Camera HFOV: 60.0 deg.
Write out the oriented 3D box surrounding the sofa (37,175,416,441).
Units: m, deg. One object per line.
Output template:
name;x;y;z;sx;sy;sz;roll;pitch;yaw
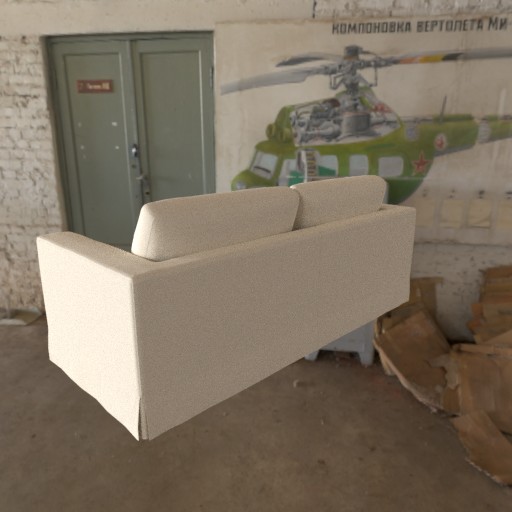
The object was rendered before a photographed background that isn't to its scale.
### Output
sofa;0.000;0.000;2.633;2.163;0.881;0.954;-15;22;-43
